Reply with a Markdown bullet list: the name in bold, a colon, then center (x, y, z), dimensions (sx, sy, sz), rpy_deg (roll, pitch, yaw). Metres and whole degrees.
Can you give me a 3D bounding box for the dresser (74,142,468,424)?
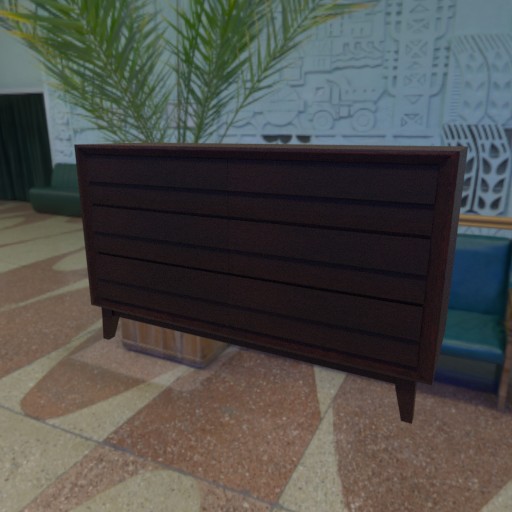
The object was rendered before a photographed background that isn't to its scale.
- **dresser**: center (0.000, 0.000, 2.004), dimensions (1.609, 0.971, 0.499), rpy_deg (8, 17, 26)
